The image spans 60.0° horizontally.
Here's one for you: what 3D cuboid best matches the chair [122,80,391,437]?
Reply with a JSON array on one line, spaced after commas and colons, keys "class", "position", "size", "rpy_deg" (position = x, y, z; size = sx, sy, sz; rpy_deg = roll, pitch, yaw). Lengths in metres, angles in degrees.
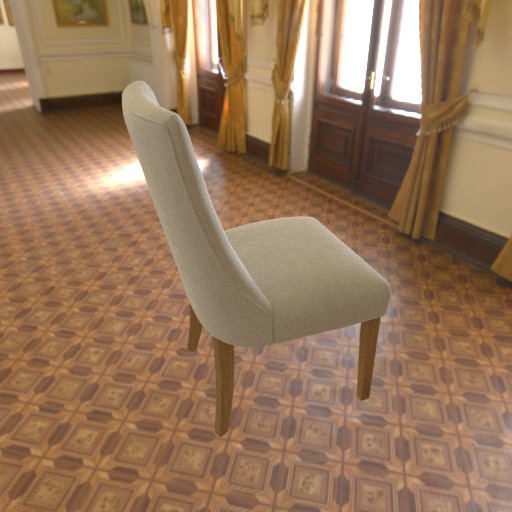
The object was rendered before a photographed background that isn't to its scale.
[{"class": "chair", "position": [0.000, 0.000, 1.255], "size": [0.610, 0.902, 0.495], "rpy_deg": [-10, 31, -17]}]
